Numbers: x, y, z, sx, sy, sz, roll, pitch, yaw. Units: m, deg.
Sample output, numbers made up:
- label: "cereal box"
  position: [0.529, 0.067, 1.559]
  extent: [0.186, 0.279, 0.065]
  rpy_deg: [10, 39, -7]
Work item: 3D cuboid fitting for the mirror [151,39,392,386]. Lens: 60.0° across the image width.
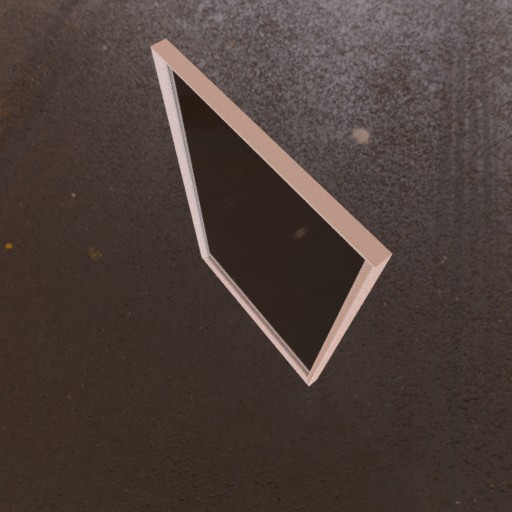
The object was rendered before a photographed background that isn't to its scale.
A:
- label: "mirror"
  position: [0.000, 0.000, 1.168]
  extent: [0.041, 0.915, 0.609]
  rpy_deg: [-35, 68, -16]
